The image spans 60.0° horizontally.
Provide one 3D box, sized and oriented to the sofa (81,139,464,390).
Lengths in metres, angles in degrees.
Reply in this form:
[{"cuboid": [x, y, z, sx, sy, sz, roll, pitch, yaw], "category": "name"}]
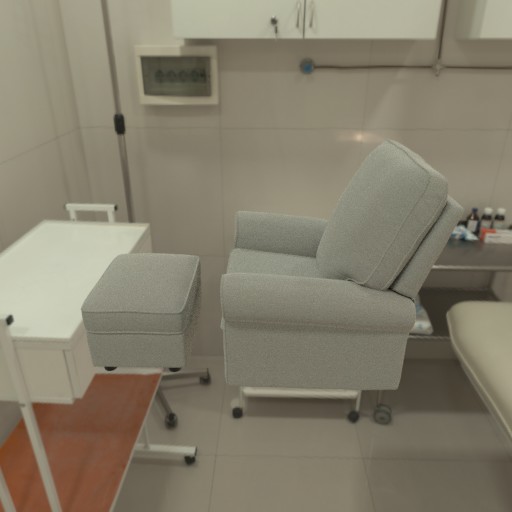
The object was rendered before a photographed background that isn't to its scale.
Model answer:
[{"cuboid": [0.000, 0.000, 2.013, 1.478, 0.959, 0.880, 1, 26, 1], "category": "sofa"}]
